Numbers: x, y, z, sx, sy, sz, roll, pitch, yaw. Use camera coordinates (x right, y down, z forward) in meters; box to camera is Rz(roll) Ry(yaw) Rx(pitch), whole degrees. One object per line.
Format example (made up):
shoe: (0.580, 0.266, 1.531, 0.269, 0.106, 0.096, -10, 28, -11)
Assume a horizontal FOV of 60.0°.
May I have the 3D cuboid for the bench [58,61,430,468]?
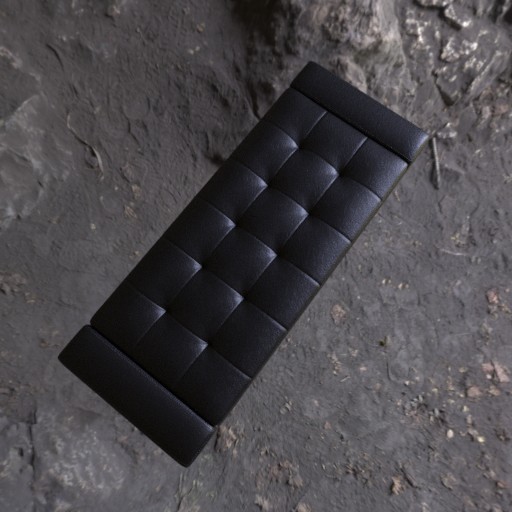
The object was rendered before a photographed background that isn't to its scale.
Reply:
bench: (0.000, 0.000, 1.587, 0.508, 0.445, 1.296, 36, 78, 9)
